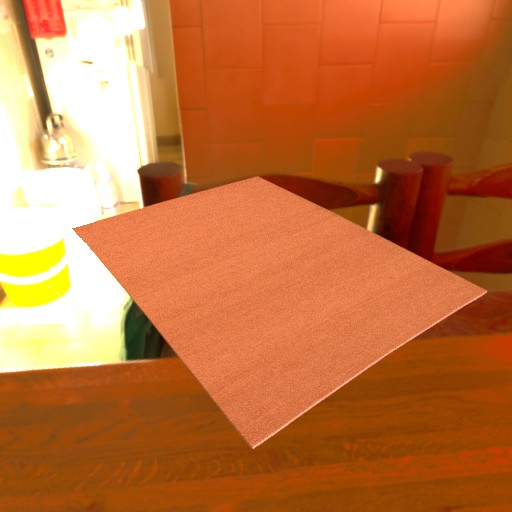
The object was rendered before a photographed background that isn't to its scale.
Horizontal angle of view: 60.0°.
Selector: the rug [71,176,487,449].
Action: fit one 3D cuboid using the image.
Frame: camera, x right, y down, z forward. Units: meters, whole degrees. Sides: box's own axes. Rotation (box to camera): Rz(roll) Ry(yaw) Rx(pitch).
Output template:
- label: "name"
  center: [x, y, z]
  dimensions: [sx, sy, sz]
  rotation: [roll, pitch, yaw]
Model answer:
- label: "rug"
  center: [0.000, 0.000, 4.136]
  dimensions: [2.434, 0.045, 3.202]
  rotation: [-21, 38, -30]
